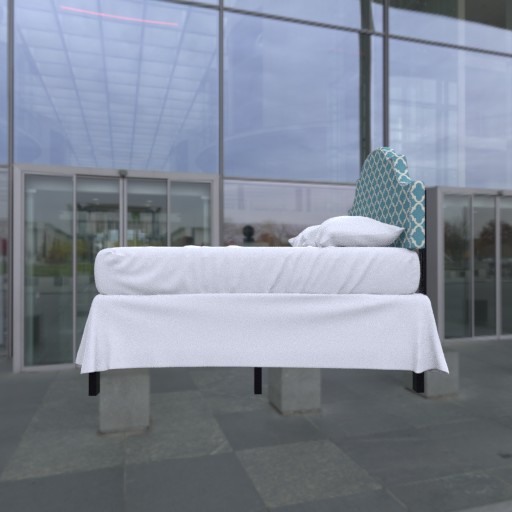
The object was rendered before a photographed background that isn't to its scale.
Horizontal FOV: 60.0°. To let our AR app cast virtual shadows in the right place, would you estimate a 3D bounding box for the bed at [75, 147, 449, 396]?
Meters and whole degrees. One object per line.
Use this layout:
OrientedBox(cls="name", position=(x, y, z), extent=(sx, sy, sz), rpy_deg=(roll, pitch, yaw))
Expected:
OrientedBox(cls="bed", position=(0.000, 0.000, 3.377), extent=(2.222, 1.633, 1.780), rpy_deg=(0, 0, -2))
